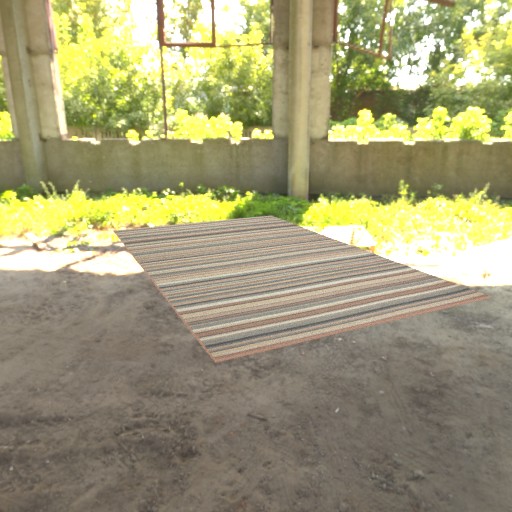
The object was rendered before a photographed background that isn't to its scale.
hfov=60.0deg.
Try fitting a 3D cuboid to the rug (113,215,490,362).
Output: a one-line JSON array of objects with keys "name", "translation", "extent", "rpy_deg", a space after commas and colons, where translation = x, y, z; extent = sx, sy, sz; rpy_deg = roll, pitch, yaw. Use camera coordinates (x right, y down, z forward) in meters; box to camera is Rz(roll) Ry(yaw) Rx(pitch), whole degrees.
[{"name": "rug", "translation": [0.000, 0.000, 3.034], "extent": [1.523, 0.014, 2.438], "rpy_deg": [-8, 18, -25]}]
